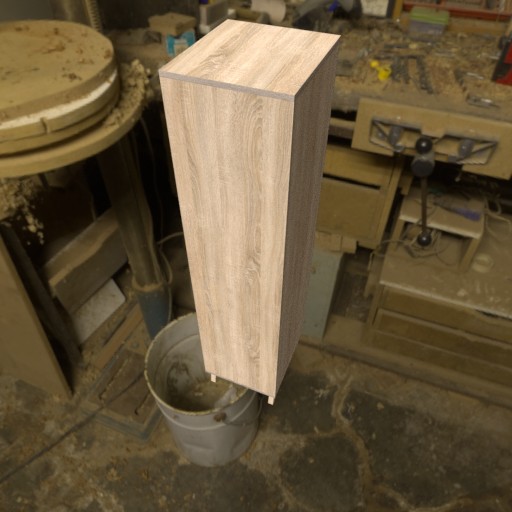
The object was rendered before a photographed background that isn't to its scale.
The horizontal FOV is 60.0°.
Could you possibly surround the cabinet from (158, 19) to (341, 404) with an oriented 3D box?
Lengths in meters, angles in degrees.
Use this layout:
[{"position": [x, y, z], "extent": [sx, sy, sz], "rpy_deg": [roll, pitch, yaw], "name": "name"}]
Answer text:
[{"position": [0.000, 0.000, 2.189], "extent": [0.450, 1.960, 0.510], "rpy_deg": [17, 48, 16], "name": "cabinet"}]
